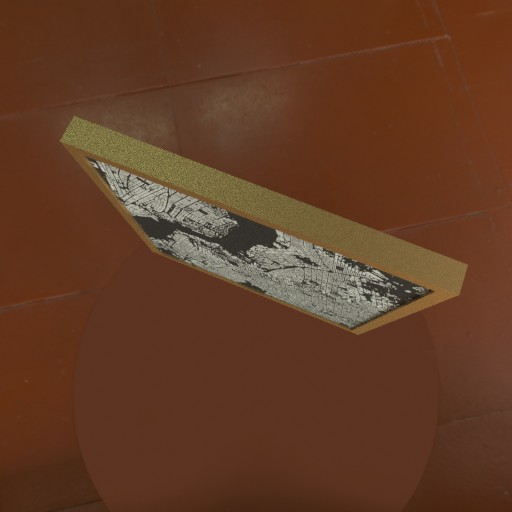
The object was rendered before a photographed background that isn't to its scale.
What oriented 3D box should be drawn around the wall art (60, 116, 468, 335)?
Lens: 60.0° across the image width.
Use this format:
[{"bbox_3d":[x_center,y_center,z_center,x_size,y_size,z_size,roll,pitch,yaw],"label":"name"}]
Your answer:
[{"bbox_3d":[0.000,0.000,1.951,1.284,1.284,0.095,22,76,6],"label":"wall art"}]
